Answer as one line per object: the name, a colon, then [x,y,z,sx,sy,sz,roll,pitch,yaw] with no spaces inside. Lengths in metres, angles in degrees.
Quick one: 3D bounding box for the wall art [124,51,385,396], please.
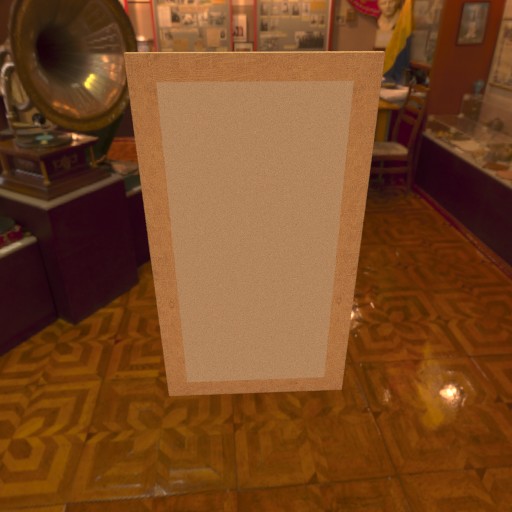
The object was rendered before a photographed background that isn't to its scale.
wall art: [0.000,0.000,0.816,0.381,0.683,0.013,-1,29,-3]
